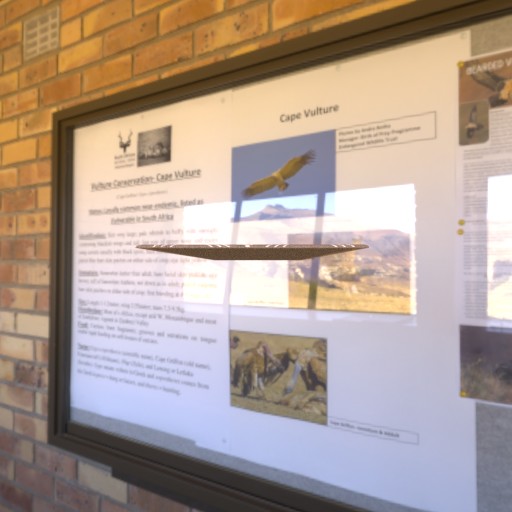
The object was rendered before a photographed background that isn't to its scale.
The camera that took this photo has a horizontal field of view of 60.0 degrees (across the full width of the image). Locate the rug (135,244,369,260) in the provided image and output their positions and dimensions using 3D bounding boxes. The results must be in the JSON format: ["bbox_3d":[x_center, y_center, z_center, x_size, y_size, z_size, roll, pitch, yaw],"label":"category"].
[{"bbox_3d":[0.000,0.000,2.686,0.773,0.012,2.464,0,-2,1],"label":"rug"}]
